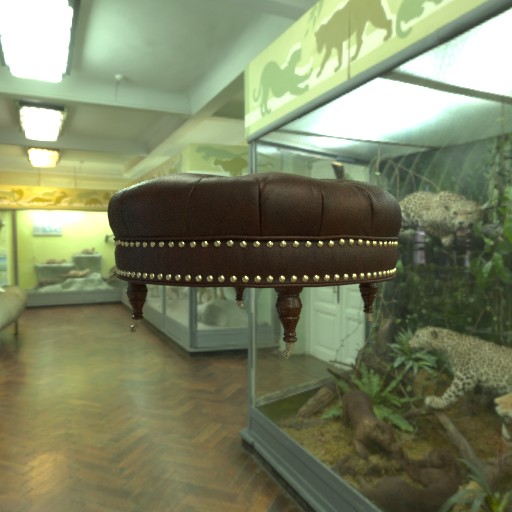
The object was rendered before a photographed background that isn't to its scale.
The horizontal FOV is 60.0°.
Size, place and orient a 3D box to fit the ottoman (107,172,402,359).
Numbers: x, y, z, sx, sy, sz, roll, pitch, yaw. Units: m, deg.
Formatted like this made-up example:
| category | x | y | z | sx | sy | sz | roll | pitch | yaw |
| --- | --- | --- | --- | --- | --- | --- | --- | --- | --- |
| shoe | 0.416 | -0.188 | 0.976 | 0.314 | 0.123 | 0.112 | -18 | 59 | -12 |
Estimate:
| category | x | y | z | sx | sy | sz | roll | pitch | yaw |
| --- | --- | --- | --- | --- | --- | --- | --- | --- | --- |
| ottoman | 0.000 | 0.000 | 1.405 | 0.901 | 0.455 | 0.901 | 0 | 2 | 0 |
